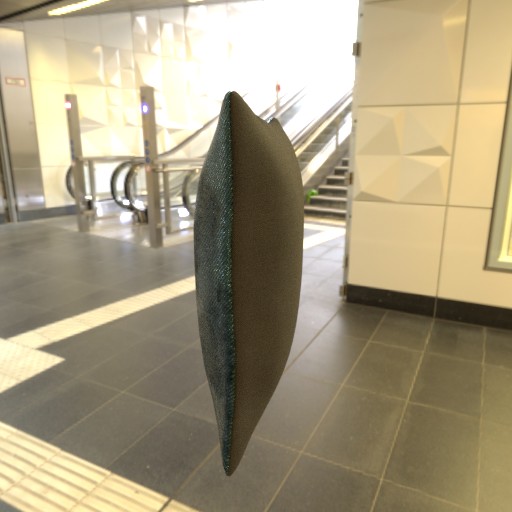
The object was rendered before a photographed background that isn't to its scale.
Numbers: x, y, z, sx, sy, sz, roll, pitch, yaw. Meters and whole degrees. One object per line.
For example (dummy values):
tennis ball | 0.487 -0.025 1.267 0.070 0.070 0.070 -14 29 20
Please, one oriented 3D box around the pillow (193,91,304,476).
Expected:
pillow | 0.000 0.000 0.667 0.138 0.430 0.436 2 15 8
